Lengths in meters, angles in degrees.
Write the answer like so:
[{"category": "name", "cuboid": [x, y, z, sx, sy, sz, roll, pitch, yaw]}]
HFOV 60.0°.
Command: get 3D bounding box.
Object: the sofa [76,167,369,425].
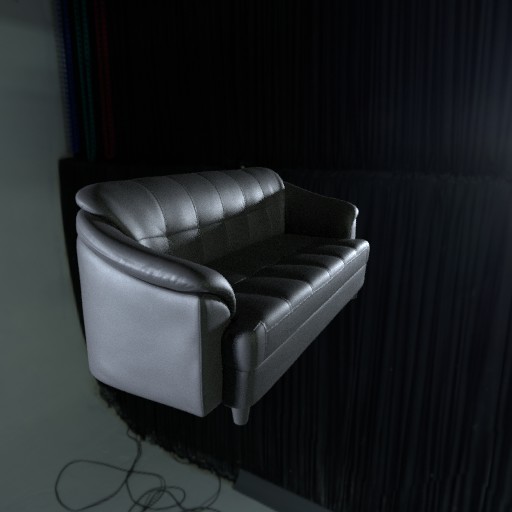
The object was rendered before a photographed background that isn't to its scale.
[{"category": "sofa", "cuboid": [0.000, 0.000, 2.251, 0.800, 0.811, 1.829, 7, 16, 26]}]
